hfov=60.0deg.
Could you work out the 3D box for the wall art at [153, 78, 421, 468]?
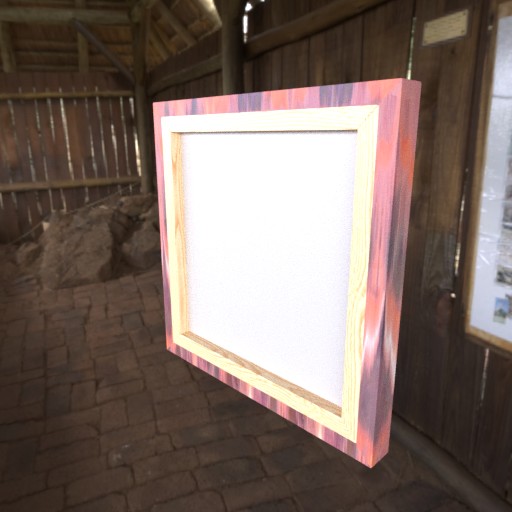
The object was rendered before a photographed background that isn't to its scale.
[{"bbox_3d":[0.000,0.000,0.591,0.038,0.406,0.403,-14,21,-43],"label":"wall art"}]
